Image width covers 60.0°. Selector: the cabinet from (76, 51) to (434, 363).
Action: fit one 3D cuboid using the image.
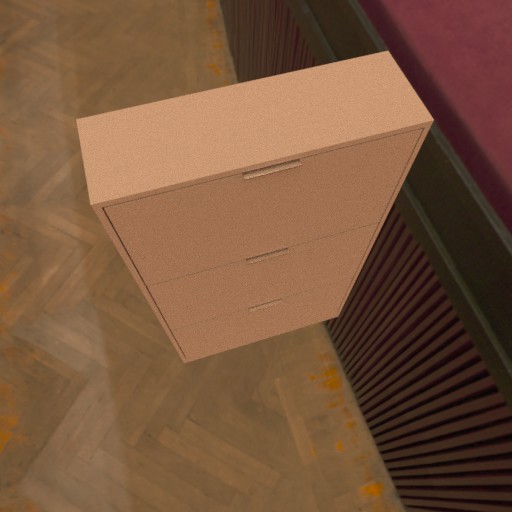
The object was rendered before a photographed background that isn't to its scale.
[{"bbox_3d":[0.000,0.000,1.539,0.750,1.280,0.250,-15,64,-8],"label":"cabinet"}]
